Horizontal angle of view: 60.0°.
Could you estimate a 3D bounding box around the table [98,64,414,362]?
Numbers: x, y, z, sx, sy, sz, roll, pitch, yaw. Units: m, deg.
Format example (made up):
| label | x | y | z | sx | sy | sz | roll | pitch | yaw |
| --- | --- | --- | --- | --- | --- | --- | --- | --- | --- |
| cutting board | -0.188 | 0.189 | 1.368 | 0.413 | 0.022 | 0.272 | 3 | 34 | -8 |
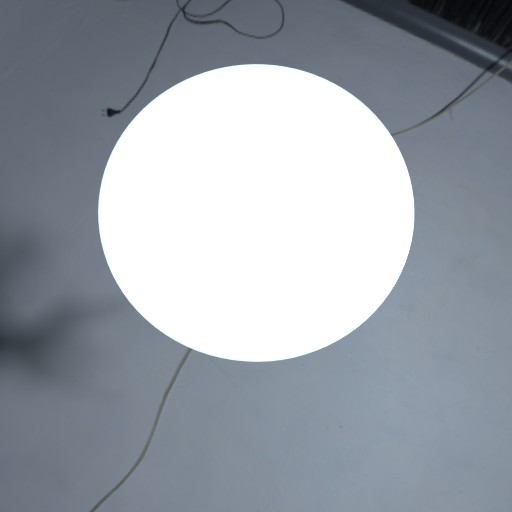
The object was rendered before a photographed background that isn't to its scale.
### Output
| label | x | y | z | sx | sy | sz | roll | pitch | yaw |
| --- | --- | --- | --- | --- | --- | --- | --- | --- | --- |
| table | 0.000 | 0.000 | 0.734 | 0.350 | 0.500 | 0.350 | 0 | 76 | 0 |
